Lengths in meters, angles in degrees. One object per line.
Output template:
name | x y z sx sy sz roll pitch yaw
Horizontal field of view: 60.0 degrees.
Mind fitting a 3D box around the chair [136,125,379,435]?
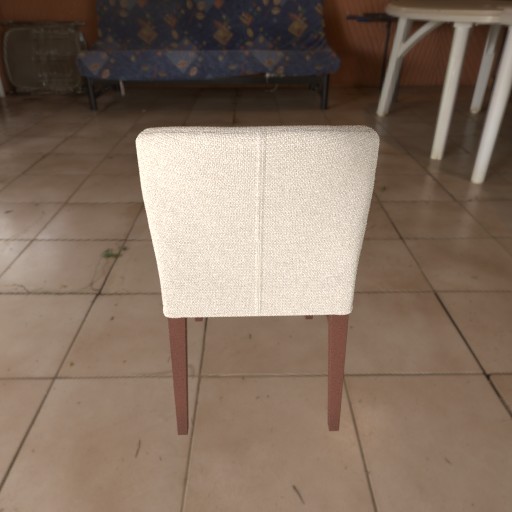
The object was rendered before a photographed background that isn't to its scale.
chair | 0.000 0.000 1.211 0.491 0.839 0.589 -1 31 -1
